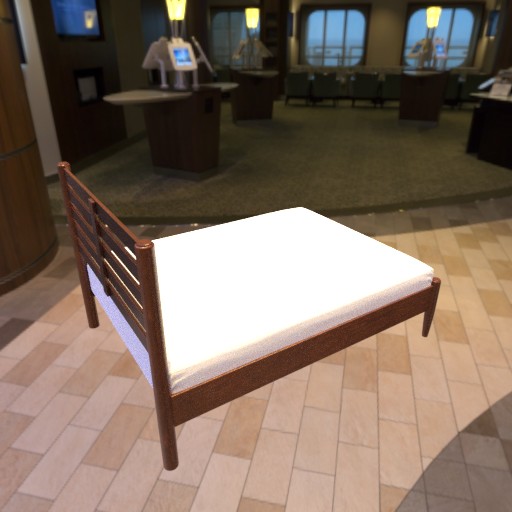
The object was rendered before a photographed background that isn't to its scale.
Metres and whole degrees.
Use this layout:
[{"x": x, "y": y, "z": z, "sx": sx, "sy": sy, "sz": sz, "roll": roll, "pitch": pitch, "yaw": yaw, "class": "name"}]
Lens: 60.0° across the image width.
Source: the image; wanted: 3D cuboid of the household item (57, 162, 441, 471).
[{"x": 0.000, "y": 0.000, "z": 3.282, "sx": 2.232, "sy": 1.356, "sz": 1.663, "roll": -16, "pitch": 30, "yaw": -29, "class": "household item"}]
